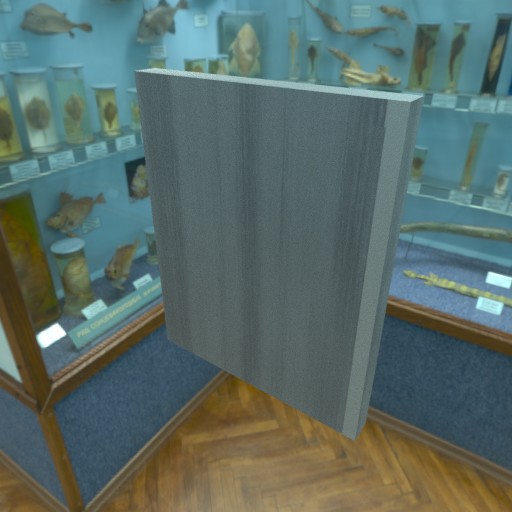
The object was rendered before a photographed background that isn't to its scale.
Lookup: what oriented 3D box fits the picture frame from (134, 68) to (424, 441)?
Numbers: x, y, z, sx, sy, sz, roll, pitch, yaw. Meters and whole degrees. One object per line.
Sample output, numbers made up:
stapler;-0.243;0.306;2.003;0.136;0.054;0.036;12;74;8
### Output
picture frame;0.000;0.000;0.750;0.449;0.555;0.046;20;35;31
